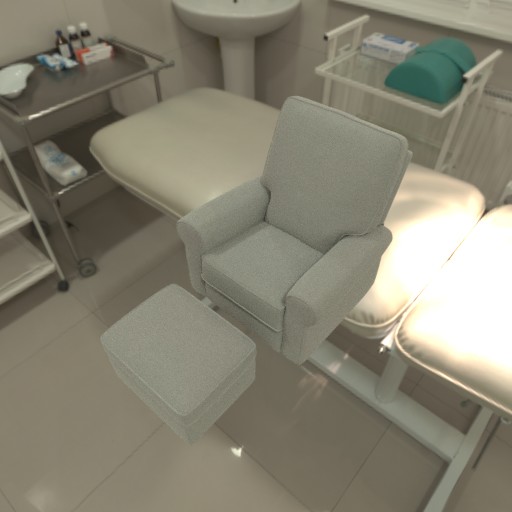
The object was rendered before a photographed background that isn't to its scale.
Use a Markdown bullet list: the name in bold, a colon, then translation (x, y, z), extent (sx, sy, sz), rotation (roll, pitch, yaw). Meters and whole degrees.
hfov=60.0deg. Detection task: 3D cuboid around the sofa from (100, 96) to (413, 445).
- **sofa**: translation (0.000, 0.000, 2.087), extent (0.880, 0.959, 1.478), rotation (32, 54, 27)
